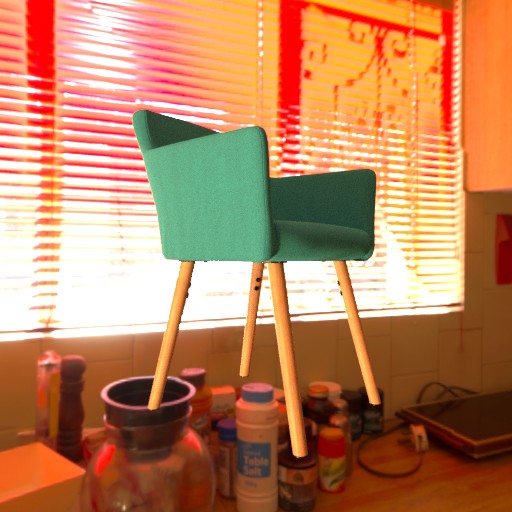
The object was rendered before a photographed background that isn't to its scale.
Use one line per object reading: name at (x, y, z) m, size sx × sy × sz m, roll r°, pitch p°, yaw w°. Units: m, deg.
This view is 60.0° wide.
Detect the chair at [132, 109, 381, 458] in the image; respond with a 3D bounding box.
chair at (0.000, 0.000, 1.175) m, size 0.540 × 0.780 × 0.570 m, roll 0°, pitch 0°, yaw 37°
